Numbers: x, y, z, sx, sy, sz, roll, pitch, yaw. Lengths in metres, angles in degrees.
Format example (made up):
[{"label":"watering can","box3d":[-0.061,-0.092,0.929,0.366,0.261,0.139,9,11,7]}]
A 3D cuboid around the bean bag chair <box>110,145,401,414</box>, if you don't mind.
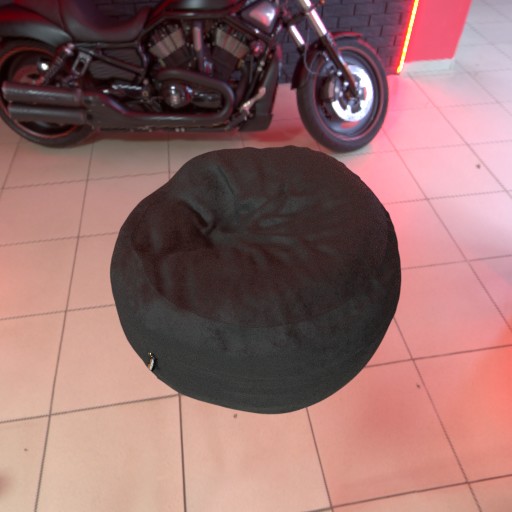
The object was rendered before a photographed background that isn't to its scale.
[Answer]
[{"label":"bean bag chair","box3d":[0.000,0.000,2.377,1.525,0.751,1.525,0,47,0]}]
